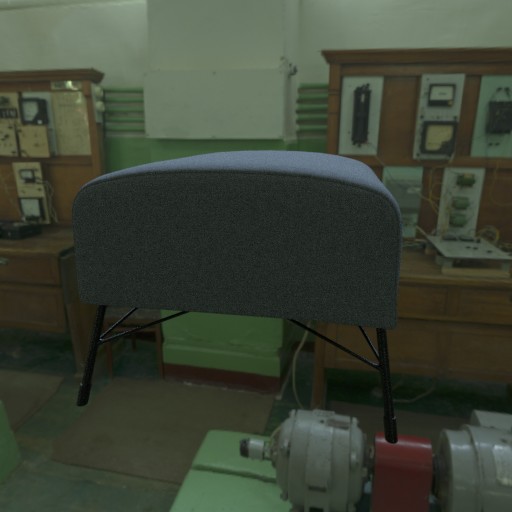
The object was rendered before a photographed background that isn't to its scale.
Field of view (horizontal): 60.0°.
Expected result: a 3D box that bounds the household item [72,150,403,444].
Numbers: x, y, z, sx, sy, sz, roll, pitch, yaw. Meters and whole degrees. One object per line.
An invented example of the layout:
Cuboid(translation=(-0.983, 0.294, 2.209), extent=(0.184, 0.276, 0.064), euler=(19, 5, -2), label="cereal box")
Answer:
Cuboid(translation=(0.000, 0.000, 0.902), extent=(0.530, 0.410, 0.530), euler=(3, 16, 10), label="household item")
